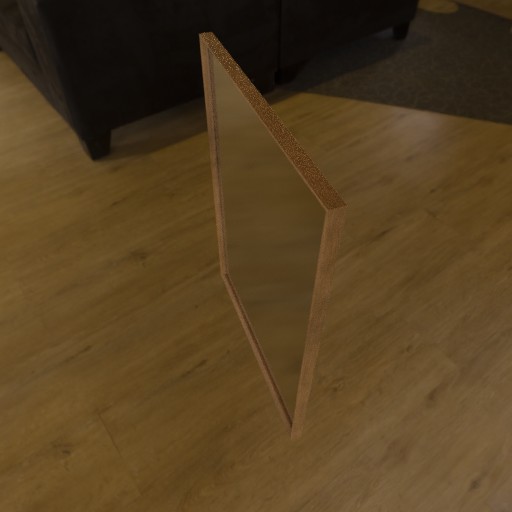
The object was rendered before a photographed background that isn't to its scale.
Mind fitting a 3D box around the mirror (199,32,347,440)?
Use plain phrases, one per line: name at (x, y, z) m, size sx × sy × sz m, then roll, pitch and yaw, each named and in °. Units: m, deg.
mirror at (0.000, 0.000, 1.338) m, size 0.041 × 1.016 × 0.762 m, roll -16°, pitch 50°, yaw -14°
